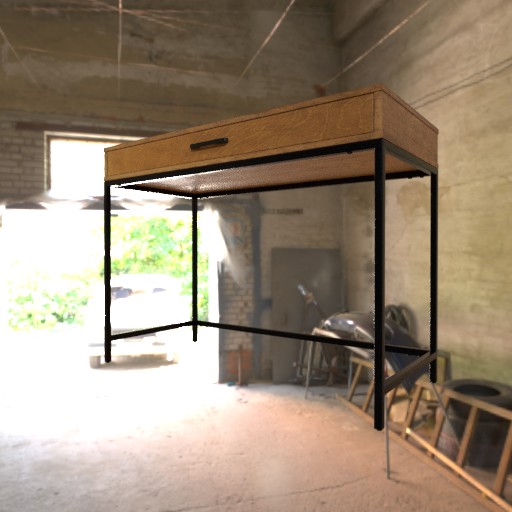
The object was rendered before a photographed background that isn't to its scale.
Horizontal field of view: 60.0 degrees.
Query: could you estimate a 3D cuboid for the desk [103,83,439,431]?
[{"bbox_3d":[0.000,0.000,1.448,1.016,0.762,0.470,0,1,37],"label":"desk"}]
